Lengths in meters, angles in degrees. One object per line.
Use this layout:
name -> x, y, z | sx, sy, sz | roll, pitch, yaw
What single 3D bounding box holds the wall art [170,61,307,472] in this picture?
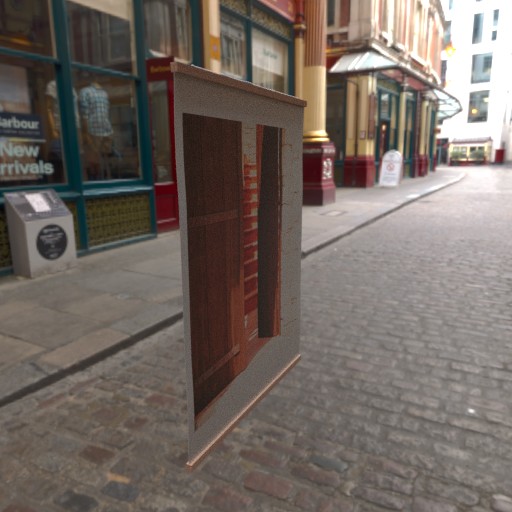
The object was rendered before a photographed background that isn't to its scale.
wall art -> 0.000, 0.000, 1.386 | 0.020, 1.013, 0.758 | 6, 14, 27
